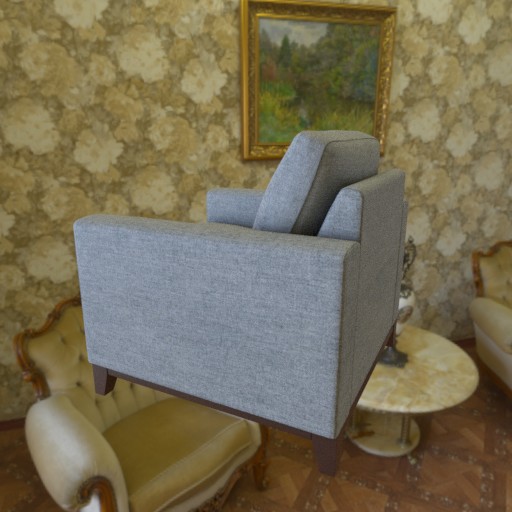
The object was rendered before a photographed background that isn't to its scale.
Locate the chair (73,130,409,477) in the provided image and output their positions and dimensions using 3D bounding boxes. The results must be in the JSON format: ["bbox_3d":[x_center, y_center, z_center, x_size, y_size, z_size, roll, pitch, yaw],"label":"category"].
[{"bbox_3d":[0.000,0.000,1.847,1.038,1.010,1.024,8,18,26],"label":"chair"}]
